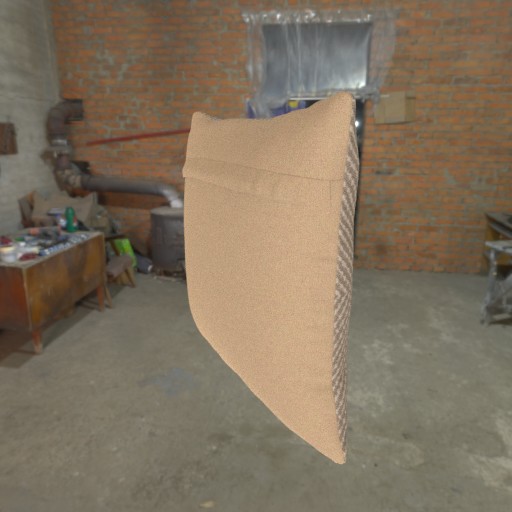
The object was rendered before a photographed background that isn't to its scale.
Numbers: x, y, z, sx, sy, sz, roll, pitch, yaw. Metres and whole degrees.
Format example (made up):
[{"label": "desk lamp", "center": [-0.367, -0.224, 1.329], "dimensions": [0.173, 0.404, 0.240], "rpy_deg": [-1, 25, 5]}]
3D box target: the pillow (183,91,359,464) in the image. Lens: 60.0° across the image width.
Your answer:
[{"label": "pillow", "center": [0.000, 0.000, 0.705], "dimensions": [0.181, 0.458, 0.459], "rpy_deg": [-8, 17, -27]}]
